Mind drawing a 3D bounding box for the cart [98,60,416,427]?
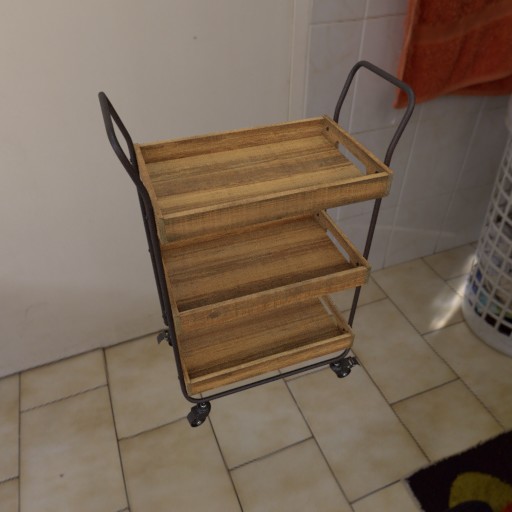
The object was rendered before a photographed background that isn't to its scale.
[{"bbox_3d":[0.000,0.000,1.136,0.583,0.857,0.339,-13,42,-15],"label":"cart"}]
